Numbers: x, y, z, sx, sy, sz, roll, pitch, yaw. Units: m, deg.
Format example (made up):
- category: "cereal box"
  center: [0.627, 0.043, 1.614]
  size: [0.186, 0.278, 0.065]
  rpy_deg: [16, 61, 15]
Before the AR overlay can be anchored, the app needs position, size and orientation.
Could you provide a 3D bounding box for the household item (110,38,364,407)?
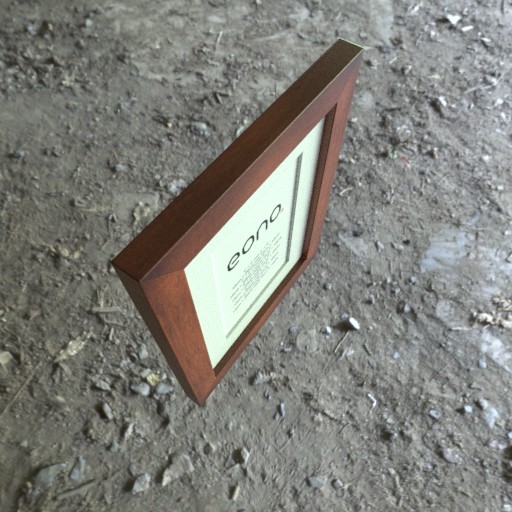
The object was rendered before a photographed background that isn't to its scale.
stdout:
- category: "household item"
  center: [0.000, 0.000, 0.342]
  size: [0.020, 0.250, 0.200]
  rpy_deg: [32, 64, 17]
